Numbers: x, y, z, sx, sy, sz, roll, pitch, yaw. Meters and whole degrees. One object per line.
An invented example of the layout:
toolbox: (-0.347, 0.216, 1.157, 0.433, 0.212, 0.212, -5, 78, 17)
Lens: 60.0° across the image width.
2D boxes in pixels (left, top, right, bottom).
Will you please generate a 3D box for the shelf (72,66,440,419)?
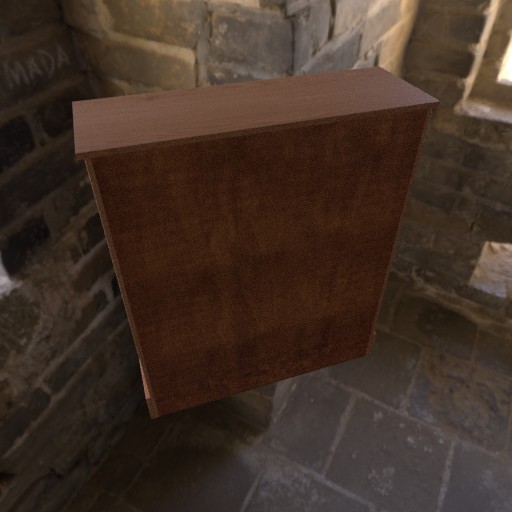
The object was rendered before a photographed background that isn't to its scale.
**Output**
shelf: (0.000, 0.000, 1.386, 0.840, 0.980, 0.291, -12, 42, -14)
